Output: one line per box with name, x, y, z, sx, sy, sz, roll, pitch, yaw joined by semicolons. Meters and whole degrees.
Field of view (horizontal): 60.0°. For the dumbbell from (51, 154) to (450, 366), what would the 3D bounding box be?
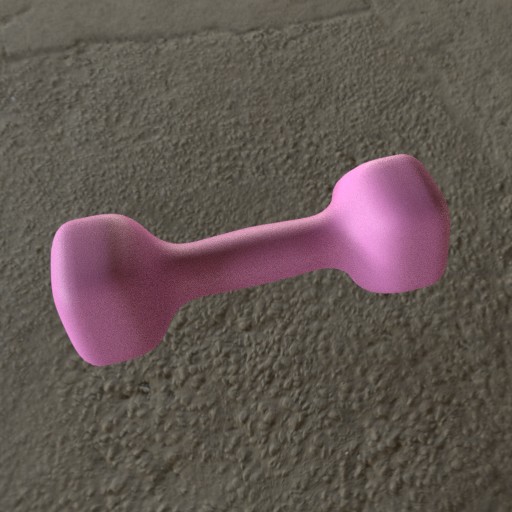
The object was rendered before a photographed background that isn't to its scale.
dumbbell;0.000;0.000;0.189;0.159;0.058;0.064;-12;59;-7
